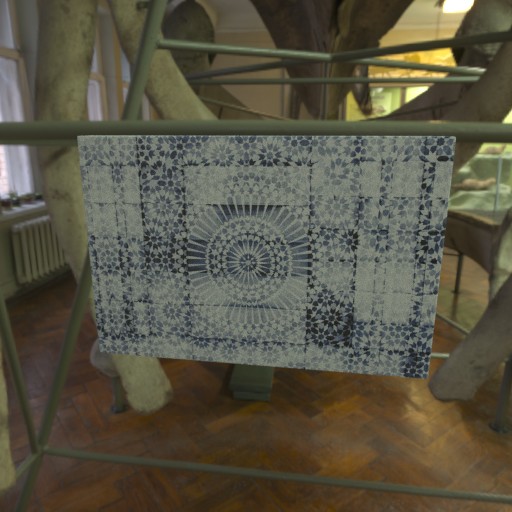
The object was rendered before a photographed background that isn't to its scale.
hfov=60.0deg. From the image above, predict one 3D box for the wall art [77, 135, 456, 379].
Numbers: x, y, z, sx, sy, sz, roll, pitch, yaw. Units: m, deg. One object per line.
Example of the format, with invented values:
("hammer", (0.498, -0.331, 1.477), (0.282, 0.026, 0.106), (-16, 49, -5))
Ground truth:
("wall art", (0.000, 0.000, 1.164), (0.911, 0.608, 0.057), (2, 16, 9))
